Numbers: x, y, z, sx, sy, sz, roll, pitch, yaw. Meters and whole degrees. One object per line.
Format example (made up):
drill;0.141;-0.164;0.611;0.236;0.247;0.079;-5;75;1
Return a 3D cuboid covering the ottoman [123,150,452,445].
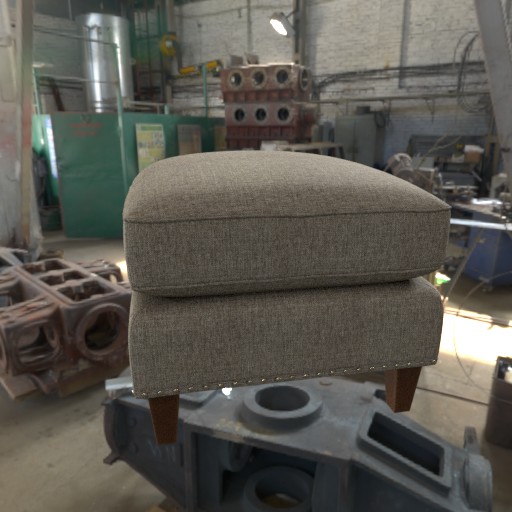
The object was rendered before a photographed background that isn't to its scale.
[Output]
ottoman;0.000;0.000;1.115;0.584;0.513;0.741;-3;16;-11
